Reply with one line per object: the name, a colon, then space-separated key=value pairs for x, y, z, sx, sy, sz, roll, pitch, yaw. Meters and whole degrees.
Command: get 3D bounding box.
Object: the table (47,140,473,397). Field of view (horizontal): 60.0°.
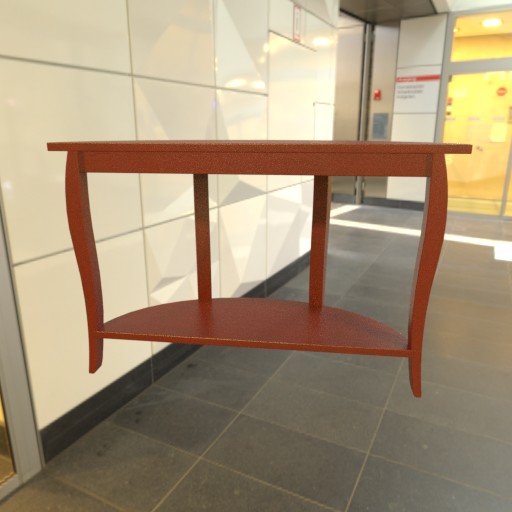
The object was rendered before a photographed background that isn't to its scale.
table: x=0.000 y=0.000 z=1.557 sx=1.219 sy=0.779 sz=0.405 roll=2 pitch=16 yaw=7
